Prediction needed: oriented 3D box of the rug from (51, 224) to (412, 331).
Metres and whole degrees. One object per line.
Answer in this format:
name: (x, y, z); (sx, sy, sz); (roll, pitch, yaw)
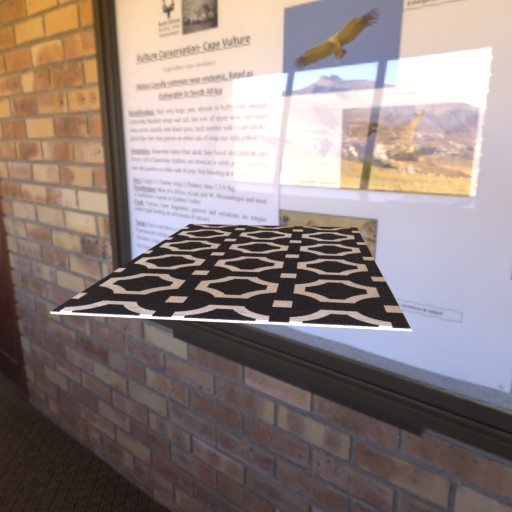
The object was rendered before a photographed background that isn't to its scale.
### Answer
rug: (0.000, 0.000, 2.974); (1.555, 0.016, 2.286); (2, 14, 7)
